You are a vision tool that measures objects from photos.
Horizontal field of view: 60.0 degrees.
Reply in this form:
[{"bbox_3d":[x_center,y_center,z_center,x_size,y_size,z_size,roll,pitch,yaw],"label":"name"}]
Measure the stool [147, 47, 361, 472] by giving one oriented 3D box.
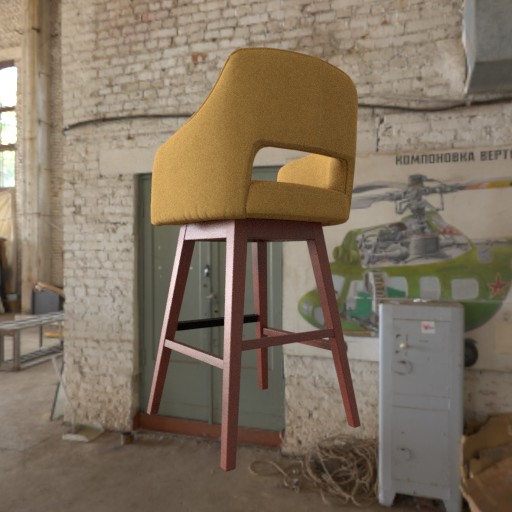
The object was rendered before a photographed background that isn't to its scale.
[{"bbox_3d":[0.000,0.000,1.342,0.548,1.012,0.558,0,0,-36],"label":"stool"}]
